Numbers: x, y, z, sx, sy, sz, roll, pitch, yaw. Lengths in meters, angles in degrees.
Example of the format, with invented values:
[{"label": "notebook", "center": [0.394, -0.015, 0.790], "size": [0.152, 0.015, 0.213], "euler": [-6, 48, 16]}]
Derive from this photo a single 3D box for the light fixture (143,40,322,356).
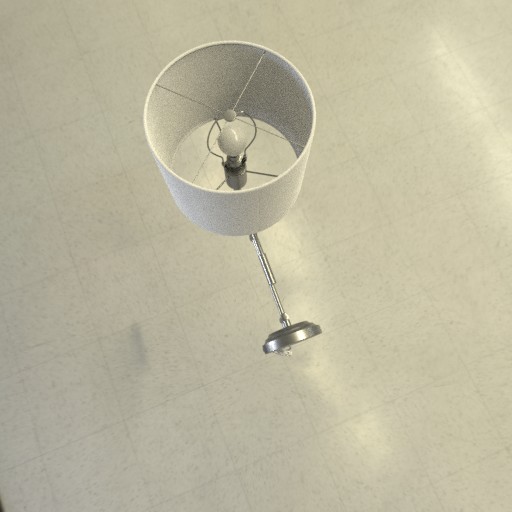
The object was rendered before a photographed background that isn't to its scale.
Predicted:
[{"label": "light fixture", "center": [0.000, 0.000, 1.027], "size": [0.253, 0.842, 0.479], "euler": [-19, 76, -5]}]
